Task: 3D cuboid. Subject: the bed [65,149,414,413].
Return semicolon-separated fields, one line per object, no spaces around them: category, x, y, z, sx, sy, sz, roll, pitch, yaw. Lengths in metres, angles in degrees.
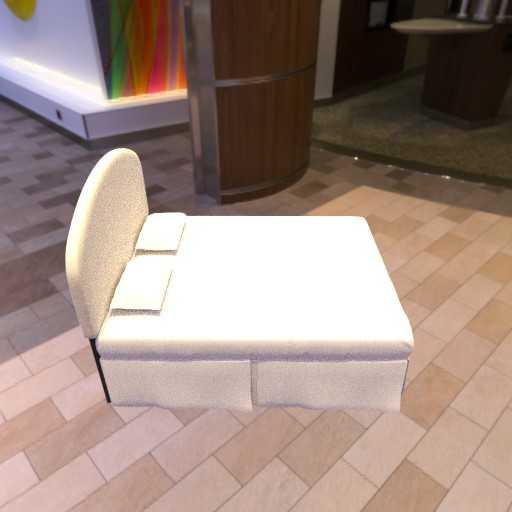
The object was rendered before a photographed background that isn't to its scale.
bed;0.000;0.000;3.167;2.005;1.410;1.607;0;34;0
